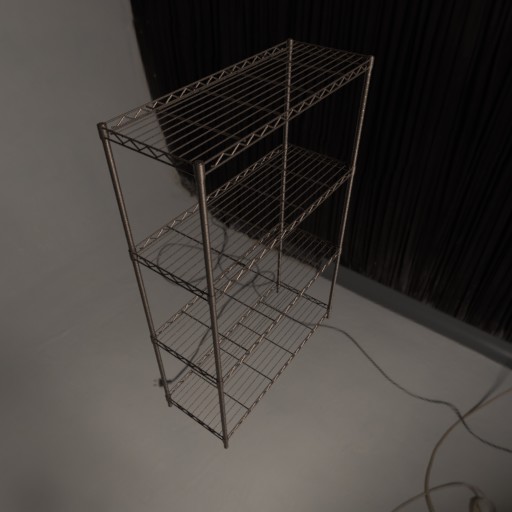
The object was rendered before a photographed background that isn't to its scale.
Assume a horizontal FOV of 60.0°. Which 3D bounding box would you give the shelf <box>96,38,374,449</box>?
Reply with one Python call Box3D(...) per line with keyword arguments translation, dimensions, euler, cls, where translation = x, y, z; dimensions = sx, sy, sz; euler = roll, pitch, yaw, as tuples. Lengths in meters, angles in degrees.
Box3D(translation=(0.000, 0.000, 1.768), dimensions=(0.352, 1.361, 0.907), euler=(26, 48, 26), cls="shelf")
